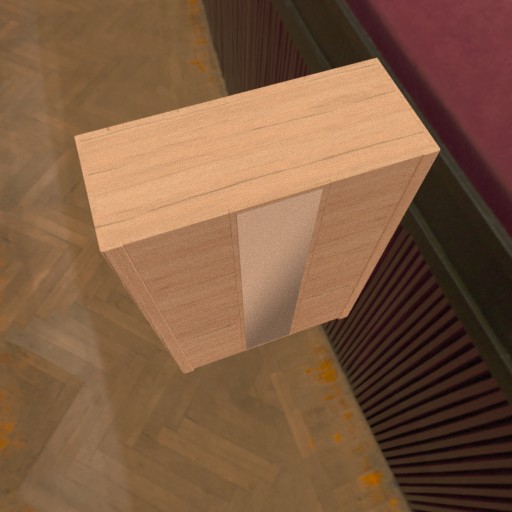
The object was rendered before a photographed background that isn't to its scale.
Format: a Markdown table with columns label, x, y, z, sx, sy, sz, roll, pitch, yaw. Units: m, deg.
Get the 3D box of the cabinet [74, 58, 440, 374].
| label | x | y | z | sx | sy | sz | roll | pitch | yaw |
| --- | --- | --- | --- | --- | --- | --- | --- | --- | --- |
| cabinet | 0.000 | 0.000 | 2.751 | 1.400 | 2.070 | 0.580 | -18 | 65 | -9 |
